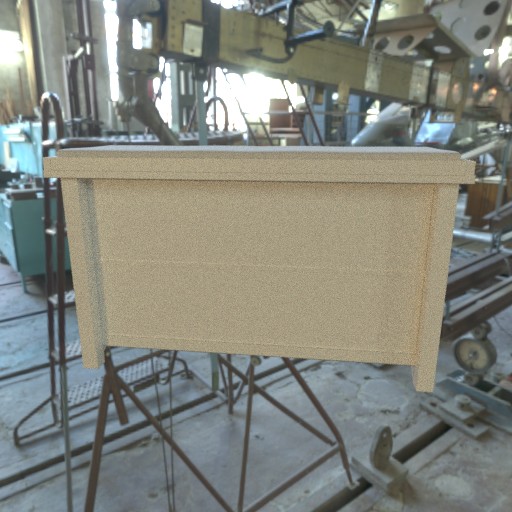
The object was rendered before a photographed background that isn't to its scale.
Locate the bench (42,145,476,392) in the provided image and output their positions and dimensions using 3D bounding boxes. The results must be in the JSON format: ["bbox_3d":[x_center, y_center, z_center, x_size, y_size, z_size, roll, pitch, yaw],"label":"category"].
[{"bbox_3d":[0.000,0.000,1.236,0.987,0.589,0.346,2,16,7],"label":"bench"}]
